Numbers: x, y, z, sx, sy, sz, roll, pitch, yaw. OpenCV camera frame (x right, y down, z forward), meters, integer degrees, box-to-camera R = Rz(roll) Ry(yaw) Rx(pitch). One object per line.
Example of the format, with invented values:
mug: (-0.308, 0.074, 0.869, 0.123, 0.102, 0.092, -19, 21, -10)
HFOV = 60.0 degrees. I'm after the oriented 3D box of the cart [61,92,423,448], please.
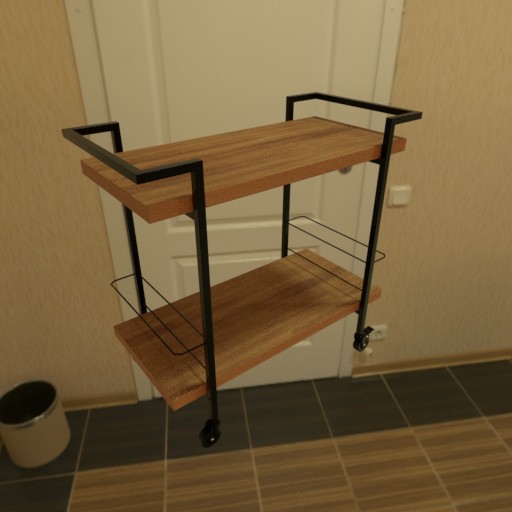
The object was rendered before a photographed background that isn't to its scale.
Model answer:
cart: (0.000, 0.000, 1.269, 0.806, 0.762, 0.406, -21, 36, -32)
